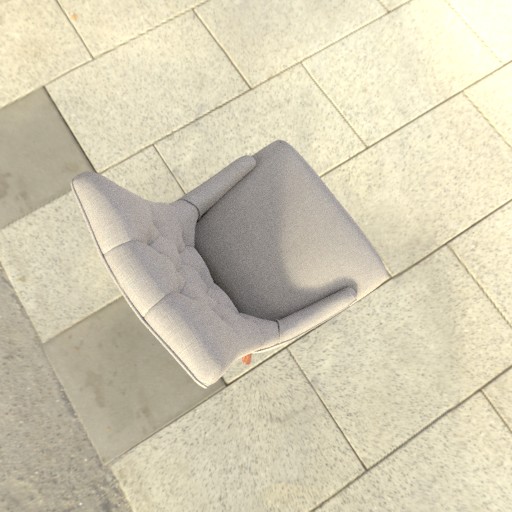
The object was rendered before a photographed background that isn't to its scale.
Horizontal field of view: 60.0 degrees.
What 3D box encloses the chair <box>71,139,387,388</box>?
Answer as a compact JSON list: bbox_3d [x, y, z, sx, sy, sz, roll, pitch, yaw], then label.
[{"bbox_3d":[0.000,0.000,1.194,0.565,0.874,0.509,-34,78,-8],"label":"chair"}]
